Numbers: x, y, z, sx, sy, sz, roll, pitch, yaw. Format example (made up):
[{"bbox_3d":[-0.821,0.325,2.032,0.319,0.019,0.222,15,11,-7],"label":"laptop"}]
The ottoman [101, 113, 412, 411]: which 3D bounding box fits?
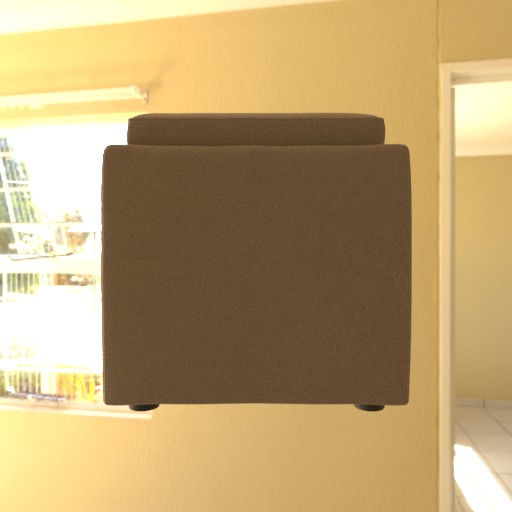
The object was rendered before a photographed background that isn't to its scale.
[{"bbox_3d":[0.000,0.000,0.840,0.451,0.460,0.450,0,0,0],"label":"ottoman"}]
